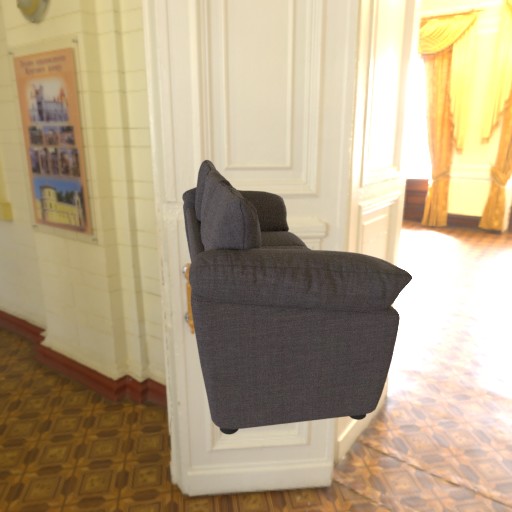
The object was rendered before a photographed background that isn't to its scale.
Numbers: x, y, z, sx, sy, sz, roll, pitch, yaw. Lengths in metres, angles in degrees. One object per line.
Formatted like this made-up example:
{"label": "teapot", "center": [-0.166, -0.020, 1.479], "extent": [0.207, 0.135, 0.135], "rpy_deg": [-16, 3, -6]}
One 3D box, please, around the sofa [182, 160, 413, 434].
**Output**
{"label": "sofa", "center": [0.000, 0.000, 2.829], "extent": [0.883, 1.080, 2.336], "rpy_deg": [-3, 16, -9]}
